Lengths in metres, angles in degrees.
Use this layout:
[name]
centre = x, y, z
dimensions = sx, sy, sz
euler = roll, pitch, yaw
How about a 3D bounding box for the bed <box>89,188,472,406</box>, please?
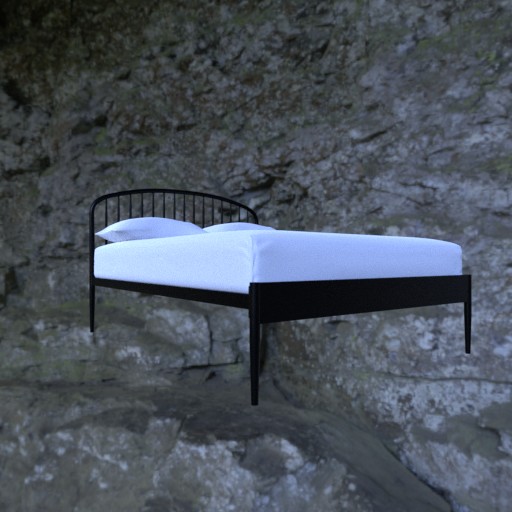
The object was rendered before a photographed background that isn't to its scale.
[bed]
centre = 0.000, 0.000, 3.027
dimensions = 1.618, 1.166, 2.159
euler = 0, -1, -36
